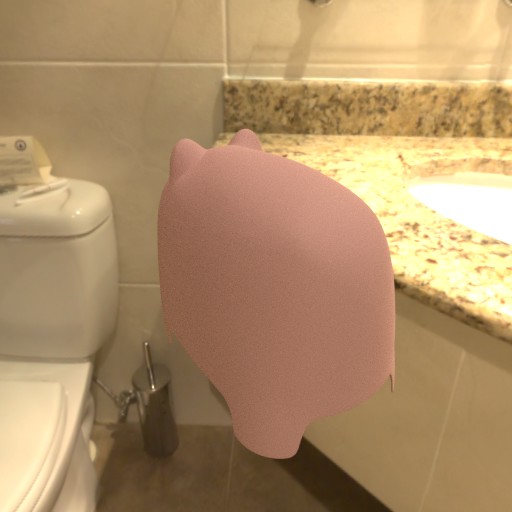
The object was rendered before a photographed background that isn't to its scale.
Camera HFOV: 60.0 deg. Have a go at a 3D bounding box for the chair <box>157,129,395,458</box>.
[{"bbox_3d":[0.000,0.000,0.881,0.364,0.423,0.619,-19,35,-29],"label":"chair"}]
